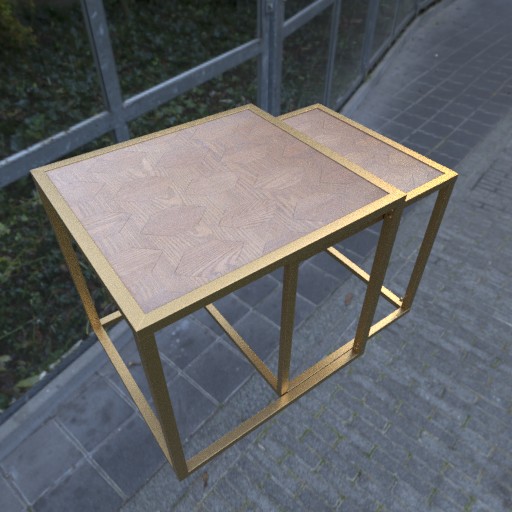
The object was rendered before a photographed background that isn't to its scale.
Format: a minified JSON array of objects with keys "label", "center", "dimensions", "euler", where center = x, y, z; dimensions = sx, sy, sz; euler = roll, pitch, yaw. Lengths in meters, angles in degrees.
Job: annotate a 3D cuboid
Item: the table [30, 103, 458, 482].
[{"label":"table","center":[0.000,0.000,1.073],"dimensions":[0.762,0.505,0.505],"euler":[-26,48,-26]}]
